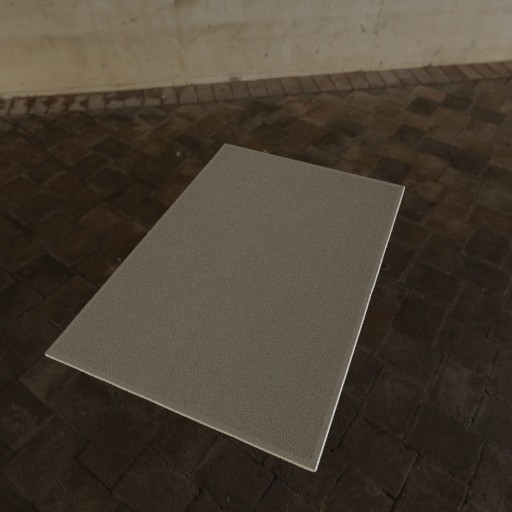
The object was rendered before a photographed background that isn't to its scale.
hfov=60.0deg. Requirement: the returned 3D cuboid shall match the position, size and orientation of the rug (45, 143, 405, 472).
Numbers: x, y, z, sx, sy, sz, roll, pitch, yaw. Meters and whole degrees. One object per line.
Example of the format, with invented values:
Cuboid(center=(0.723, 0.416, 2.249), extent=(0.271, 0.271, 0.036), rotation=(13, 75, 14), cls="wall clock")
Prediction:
Cuboid(center=(0.000, 0.000, 2.892), extent=(1.532, 0.017, 2.244), rotation=(17, 49, 16), cls="rug")
